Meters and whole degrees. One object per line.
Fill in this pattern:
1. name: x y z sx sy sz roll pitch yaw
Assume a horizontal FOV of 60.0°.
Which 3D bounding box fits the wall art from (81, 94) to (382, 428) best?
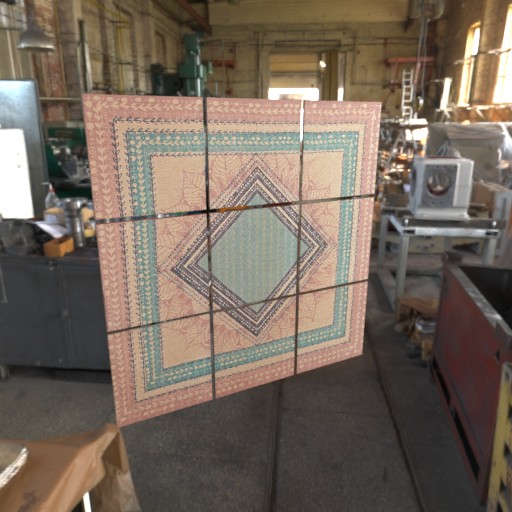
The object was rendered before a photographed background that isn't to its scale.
1. wall art: 0.000 0.000 2.276 1.527 1.525 0.014 -9 19 -27
